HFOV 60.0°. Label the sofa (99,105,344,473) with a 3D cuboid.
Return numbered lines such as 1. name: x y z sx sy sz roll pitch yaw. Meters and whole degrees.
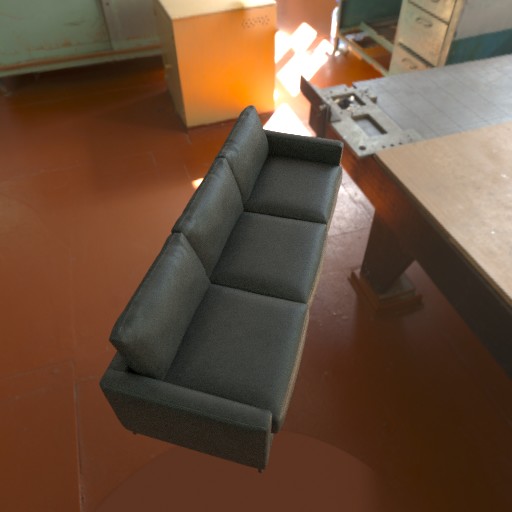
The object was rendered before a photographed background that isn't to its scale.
1. sofa: 0.000 0.000 2.466 0.748 0.805 2.029 12 48 11
